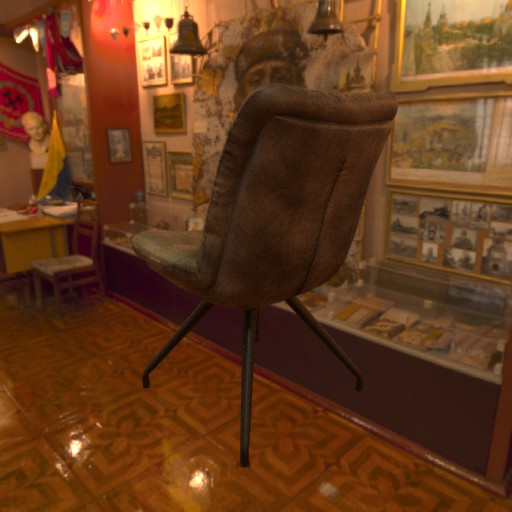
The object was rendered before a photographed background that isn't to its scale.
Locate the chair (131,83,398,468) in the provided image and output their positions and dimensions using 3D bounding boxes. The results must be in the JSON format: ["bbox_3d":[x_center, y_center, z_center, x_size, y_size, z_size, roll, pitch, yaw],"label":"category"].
[{"bbox_3d":[0.000,0.000,1.266,0.549,0.870,0.622,-14,21,-41],"label":"chair"}]
